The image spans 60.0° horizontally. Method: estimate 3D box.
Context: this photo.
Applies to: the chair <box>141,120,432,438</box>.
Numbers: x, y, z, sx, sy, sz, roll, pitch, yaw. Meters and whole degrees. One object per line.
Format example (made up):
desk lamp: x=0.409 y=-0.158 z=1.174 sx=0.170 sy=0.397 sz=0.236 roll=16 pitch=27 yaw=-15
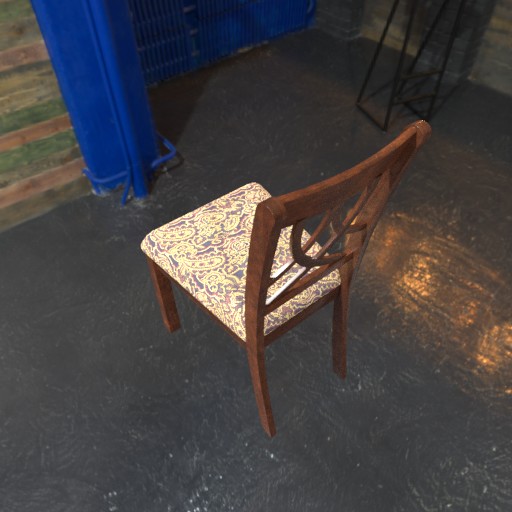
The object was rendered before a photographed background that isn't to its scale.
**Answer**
chair: x=0.000 y=0.000 z=1.257 sx=0.457 sy=0.965 sz=0.584 roll=-30 pitch=55 yaw=-24
